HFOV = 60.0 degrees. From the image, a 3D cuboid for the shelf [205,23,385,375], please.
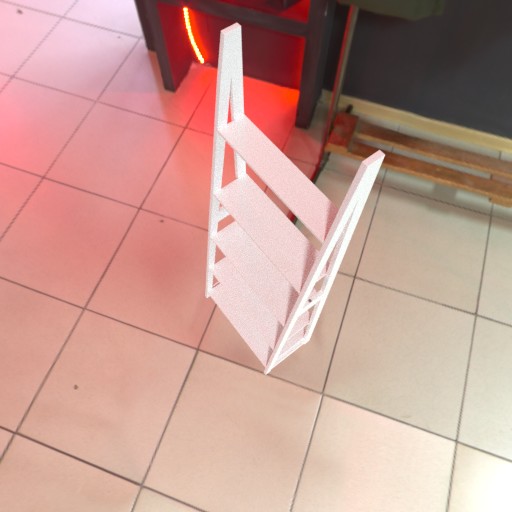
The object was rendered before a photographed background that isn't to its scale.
[{"bbox_3d":[0.000,0.000,1.986,0.341,1.779,0.636,-35,69,-15],"label":"shelf"}]
